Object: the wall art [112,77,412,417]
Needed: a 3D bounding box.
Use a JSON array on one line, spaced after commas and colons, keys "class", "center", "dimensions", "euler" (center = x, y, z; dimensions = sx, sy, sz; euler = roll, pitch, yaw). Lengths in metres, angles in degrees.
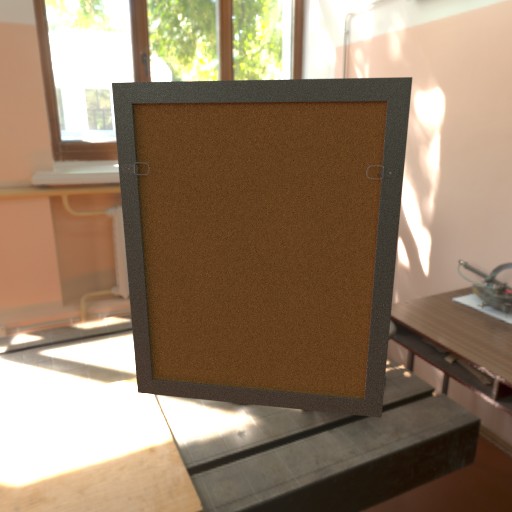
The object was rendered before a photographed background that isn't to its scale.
[{"class": "wall art", "center": [0.000, 0.000, 0.514], "dimensions": [0.308, 0.379, 0.030], "euler": [3, 16, 9]}]
